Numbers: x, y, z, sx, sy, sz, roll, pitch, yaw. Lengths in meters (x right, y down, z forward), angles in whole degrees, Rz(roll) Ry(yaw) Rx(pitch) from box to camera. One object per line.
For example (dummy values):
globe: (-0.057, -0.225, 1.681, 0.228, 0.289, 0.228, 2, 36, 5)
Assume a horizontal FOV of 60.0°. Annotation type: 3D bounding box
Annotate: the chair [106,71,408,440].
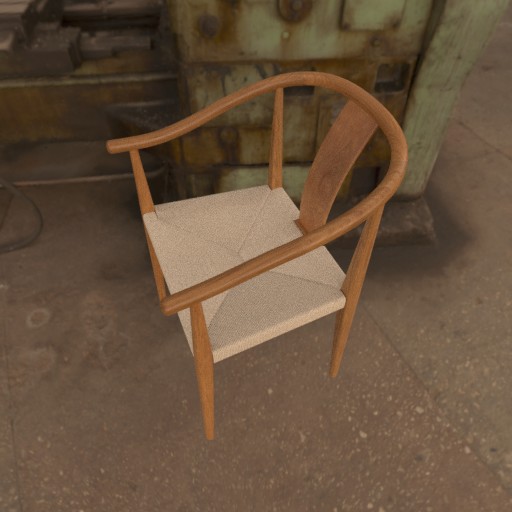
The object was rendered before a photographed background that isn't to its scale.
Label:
chair: (0.000, 0.000, 1.197, 0.579, 0.800, 0.556, -17, 50, -15)
